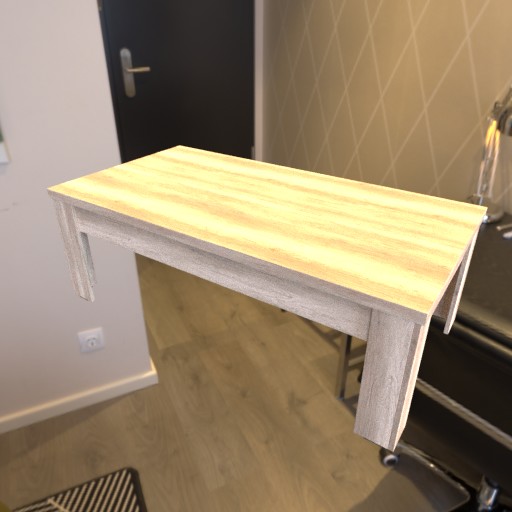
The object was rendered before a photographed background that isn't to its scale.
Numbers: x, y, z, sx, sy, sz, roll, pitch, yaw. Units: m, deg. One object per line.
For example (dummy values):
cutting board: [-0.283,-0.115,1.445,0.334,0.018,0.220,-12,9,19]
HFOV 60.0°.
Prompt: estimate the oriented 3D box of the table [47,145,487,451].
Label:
table: [0.000,0.000,1.634,1.350,0.460,0.700,18,34,29]
